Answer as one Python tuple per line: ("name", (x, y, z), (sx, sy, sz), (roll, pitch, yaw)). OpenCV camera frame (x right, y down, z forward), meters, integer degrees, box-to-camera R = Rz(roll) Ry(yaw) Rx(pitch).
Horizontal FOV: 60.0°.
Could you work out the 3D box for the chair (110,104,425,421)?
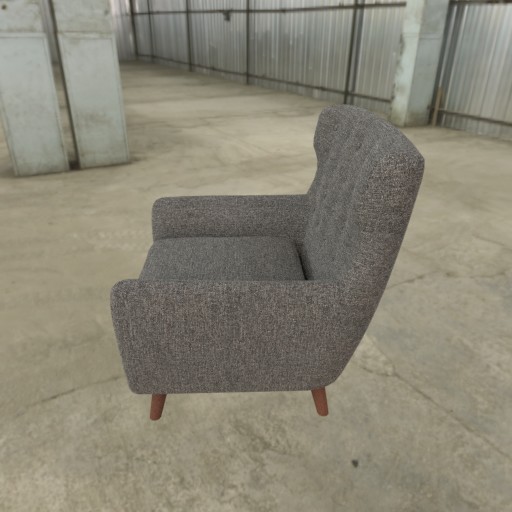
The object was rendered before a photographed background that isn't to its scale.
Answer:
("chair", (0.000, 0.000, 1.739), (0.940, 1.039, 0.889), (-1, 27, -2))
